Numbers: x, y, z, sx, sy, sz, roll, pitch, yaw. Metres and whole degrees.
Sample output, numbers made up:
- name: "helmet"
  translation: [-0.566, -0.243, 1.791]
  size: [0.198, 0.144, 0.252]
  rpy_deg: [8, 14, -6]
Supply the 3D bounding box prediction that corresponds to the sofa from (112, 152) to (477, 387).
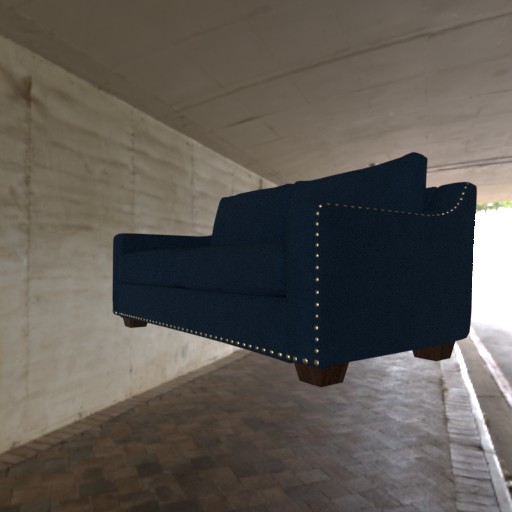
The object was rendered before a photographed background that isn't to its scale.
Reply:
- name: "sofa"
  translation: [0.000, 0.000, 2.645]
  size: [1.104, 0.983, 2.107]
  rpy_deg: [1, -2, -36]
